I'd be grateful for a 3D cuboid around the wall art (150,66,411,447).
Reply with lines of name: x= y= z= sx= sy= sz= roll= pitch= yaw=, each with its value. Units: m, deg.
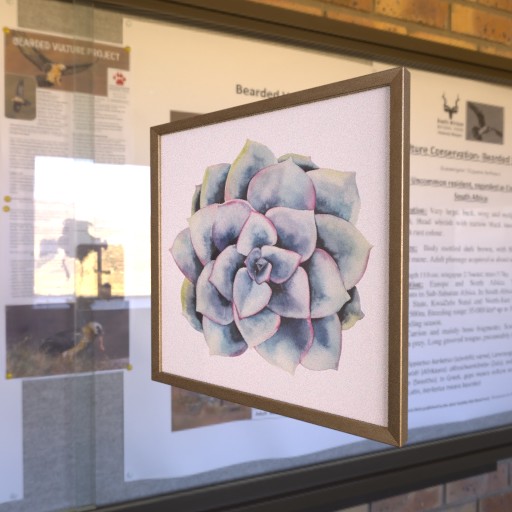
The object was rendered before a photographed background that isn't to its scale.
wall art: x=0.000 y=0.000 z=0.748 sx=0.503 sy=0.506 sz=0.030 roll=1 pitch=2 yaw=37
